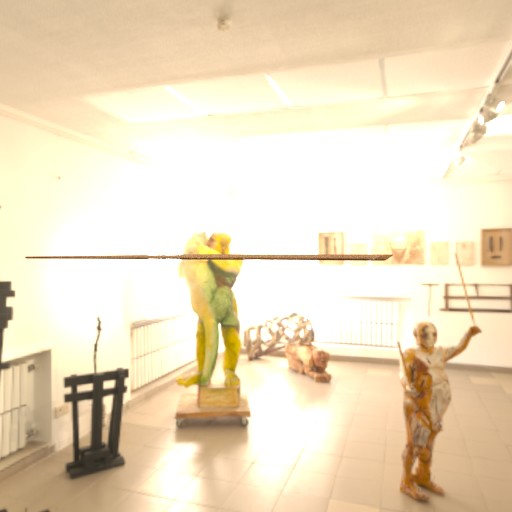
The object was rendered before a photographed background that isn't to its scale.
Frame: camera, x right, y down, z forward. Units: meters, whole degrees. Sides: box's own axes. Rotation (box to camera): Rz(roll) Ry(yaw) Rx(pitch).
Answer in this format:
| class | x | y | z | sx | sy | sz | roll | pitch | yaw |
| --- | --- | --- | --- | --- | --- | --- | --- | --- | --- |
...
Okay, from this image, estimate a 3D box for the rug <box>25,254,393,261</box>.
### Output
| class | x | y | z | sx | sy | sz | roll | pitch | yaw |
| --- | --- | --- | --- | --- | --- | --- | --- | --- | --- |
| rug | 0.000 | 0.000 | 4.192 | 2.441 | 0.015 | 3.050 | 0 | 1 | 18 |
